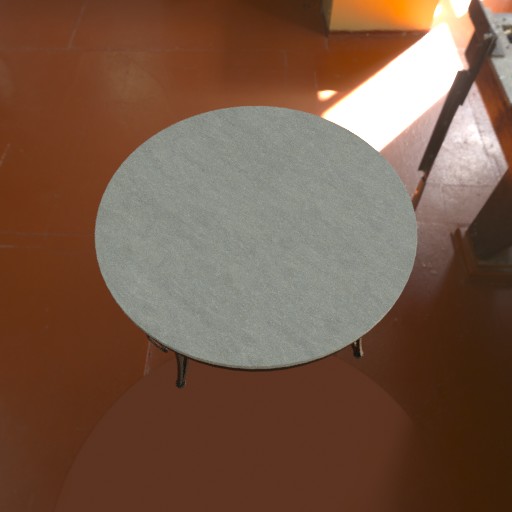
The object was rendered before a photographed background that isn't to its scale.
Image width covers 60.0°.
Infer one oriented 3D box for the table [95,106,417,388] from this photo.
[{"bbox_3d":[0.000,0.000,1.443,0.889,0.470,0.889,0,58,0],"label":"table"}]
